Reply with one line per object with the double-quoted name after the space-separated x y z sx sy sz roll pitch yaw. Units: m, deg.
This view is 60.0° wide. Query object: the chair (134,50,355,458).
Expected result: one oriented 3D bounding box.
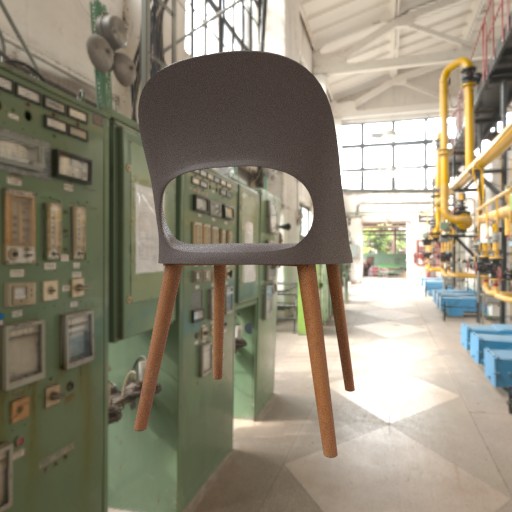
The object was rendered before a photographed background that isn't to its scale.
0.000 0.000 1.128 0.470 0.794 0.556 0 0 18 "chair"
